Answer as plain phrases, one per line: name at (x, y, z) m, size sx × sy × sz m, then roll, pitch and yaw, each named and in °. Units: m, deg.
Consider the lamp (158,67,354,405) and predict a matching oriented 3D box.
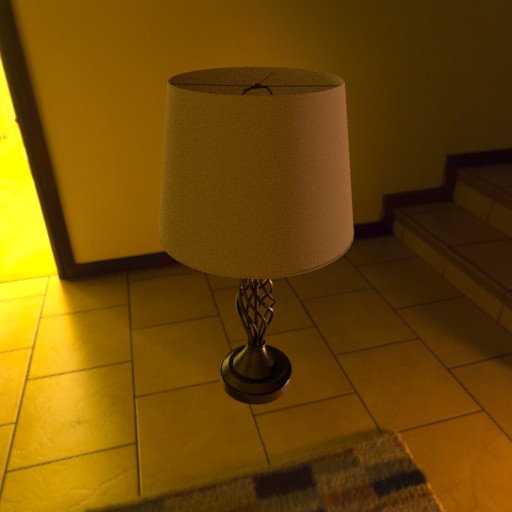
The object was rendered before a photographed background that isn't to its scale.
lamp at (0.000, 0.000, 0.791) m, size 0.331 × 0.594 × 0.331 m, roll 0°, pitch 30°, yaw 0°
